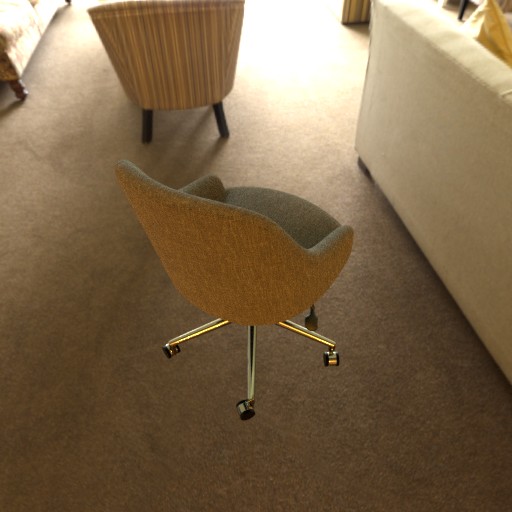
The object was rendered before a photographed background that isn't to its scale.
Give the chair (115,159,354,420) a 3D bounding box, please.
[{"bbox_3d":[0.000,0.000,1.440,0.671,0.950,0.712,24,50,22],"label":"chair"}]
